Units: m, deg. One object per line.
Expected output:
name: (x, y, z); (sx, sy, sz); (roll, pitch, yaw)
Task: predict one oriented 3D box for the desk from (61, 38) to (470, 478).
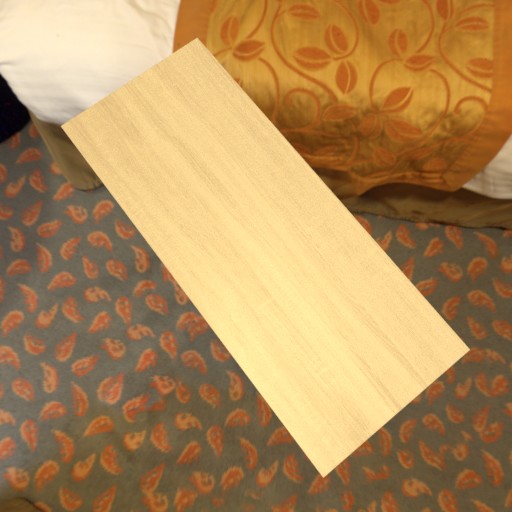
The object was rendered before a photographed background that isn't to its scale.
desk: (0.000, 0.000, 1.774); (0.600, 0.740, 1.390); (-37, 79, -8)
